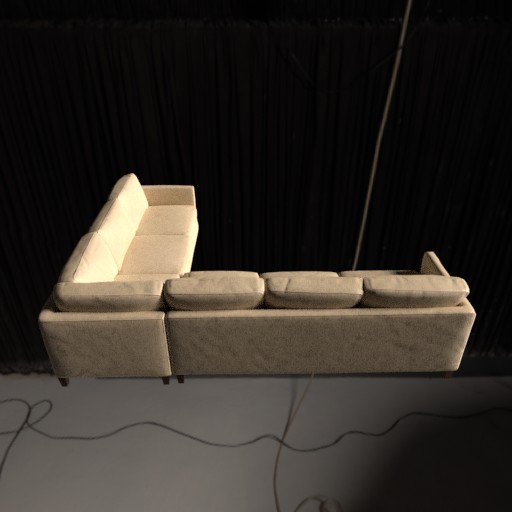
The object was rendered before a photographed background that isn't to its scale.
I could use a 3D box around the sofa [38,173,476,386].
[{"bbox_3d":[0.000,0.000,4.471,3.302,0.947,2.593,-1,31,-1],"label":"sofa"}]
